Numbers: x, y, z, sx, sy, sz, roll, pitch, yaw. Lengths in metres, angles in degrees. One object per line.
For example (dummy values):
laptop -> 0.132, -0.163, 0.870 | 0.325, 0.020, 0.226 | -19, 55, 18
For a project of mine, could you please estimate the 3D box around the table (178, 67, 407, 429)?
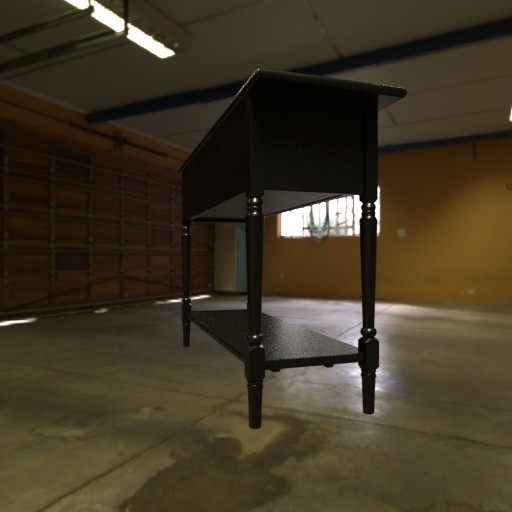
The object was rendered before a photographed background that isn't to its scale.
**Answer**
table -> 0.000, 0.000, 1.583 | 0.386, 0.819, 1.191 | 0, 0, -18
